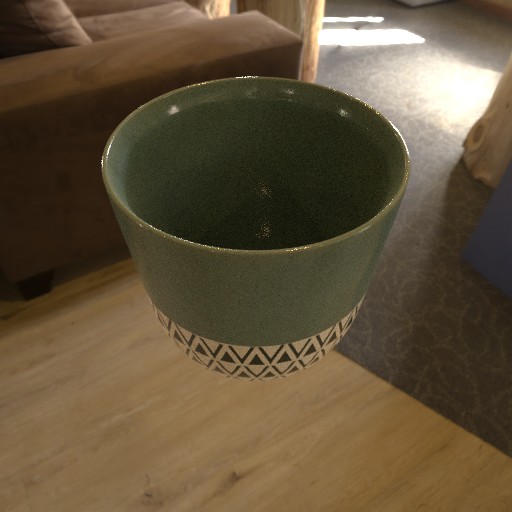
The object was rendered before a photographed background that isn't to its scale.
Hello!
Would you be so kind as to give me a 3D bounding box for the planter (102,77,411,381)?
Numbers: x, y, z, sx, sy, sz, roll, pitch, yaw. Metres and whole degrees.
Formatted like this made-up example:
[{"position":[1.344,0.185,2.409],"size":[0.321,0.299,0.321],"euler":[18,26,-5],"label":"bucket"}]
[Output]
[{"position":[0.000,0.000,0.369],"size":[0.198,0.214,0.198],"euler":[0,47,0],"label":"planter"}]
